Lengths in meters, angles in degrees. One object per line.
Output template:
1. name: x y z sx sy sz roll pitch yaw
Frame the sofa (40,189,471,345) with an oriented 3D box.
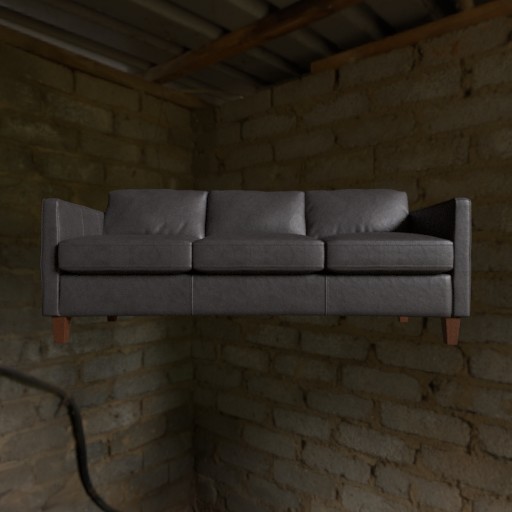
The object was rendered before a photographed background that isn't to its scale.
1. sofa: 0.000 0.000 2.941 2.464 1.006 1.045 0 0 1
